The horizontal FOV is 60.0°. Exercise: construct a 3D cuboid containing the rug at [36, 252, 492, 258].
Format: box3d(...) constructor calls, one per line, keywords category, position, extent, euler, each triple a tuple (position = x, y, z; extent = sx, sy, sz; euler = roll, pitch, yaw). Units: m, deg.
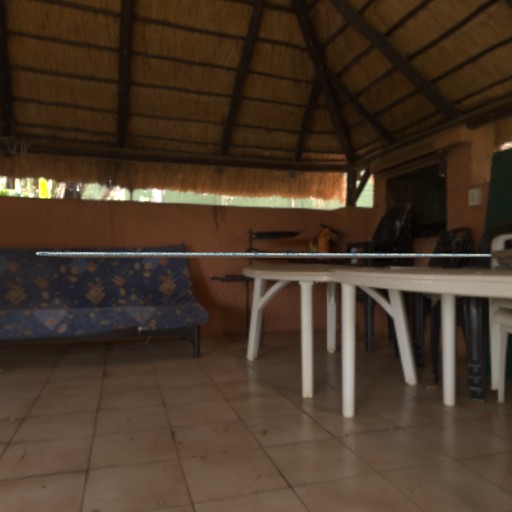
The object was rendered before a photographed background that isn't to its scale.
box3d(category="rug", position=(0.000, 0.000, 2.967), extent=(2.438, 0.015, 1.524), euler=(0, -1, -18))
